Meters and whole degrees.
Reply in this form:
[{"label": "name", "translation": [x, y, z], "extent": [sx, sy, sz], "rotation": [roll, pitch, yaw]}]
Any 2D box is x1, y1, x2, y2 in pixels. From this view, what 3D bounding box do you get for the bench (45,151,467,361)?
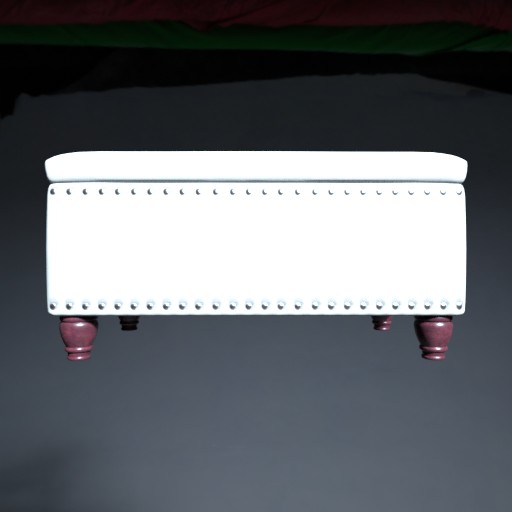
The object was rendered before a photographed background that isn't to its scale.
[{"label": "bench", "translation": [0.000, 0.000, 1.166], "extent": [0.887, 0.449, 0.500], "rotation": [0, 0, 0]}]
